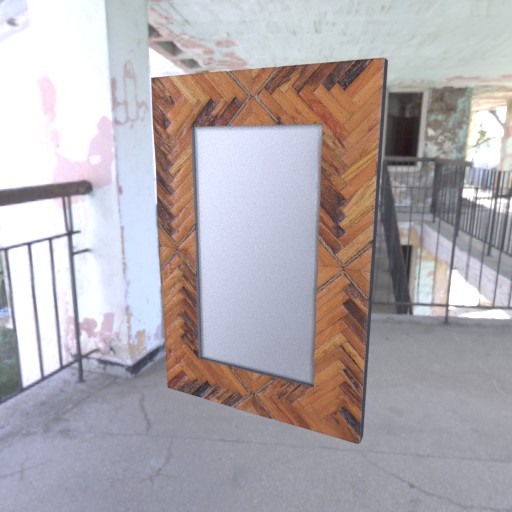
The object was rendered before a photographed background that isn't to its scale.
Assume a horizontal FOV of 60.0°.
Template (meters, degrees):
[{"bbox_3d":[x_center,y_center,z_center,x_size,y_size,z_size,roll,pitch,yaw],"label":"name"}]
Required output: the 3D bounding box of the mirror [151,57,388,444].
[{"bbox_3d":[0.000,0.000,1.163,0.606,0.912,0.044,7,15,26],"label":"mirror"}]
